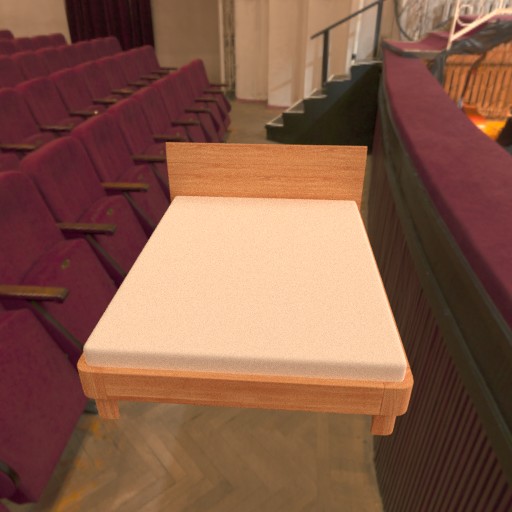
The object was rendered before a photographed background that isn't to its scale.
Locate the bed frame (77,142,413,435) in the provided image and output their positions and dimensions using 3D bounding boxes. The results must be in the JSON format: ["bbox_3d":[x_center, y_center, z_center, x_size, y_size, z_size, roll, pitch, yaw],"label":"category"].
[{"bbox_3d":[0.000,0.000,2.982,1.660,0.940,2.092,2,30,4],"label":"bed frame"}]
